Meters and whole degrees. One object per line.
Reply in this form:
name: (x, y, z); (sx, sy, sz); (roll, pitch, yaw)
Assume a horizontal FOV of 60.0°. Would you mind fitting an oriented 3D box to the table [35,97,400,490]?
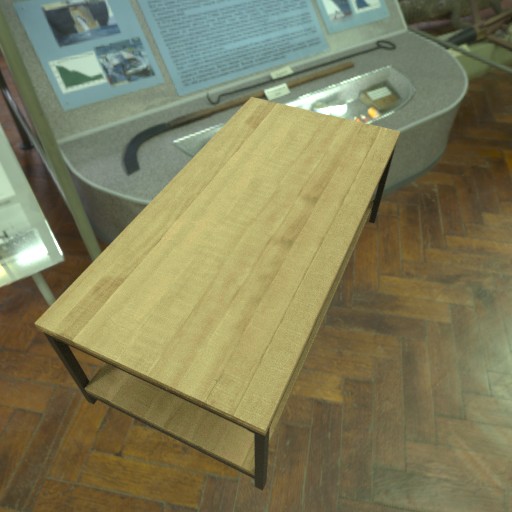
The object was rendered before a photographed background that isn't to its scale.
table: (0.000, 0.000, 1.368); (0.551, 0.399, 1.100); (19, 50, 17)
